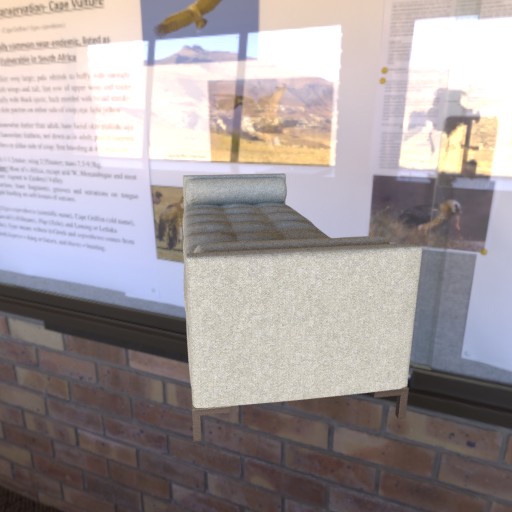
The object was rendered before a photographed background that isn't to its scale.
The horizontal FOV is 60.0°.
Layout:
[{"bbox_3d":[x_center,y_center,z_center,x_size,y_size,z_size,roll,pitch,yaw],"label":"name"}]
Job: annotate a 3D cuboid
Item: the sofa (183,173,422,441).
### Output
[{"bbox_3d":[0.000,0.000,2.457,0.797,0.657,2.102,-3,17,-9],"label":"sofa"}]
